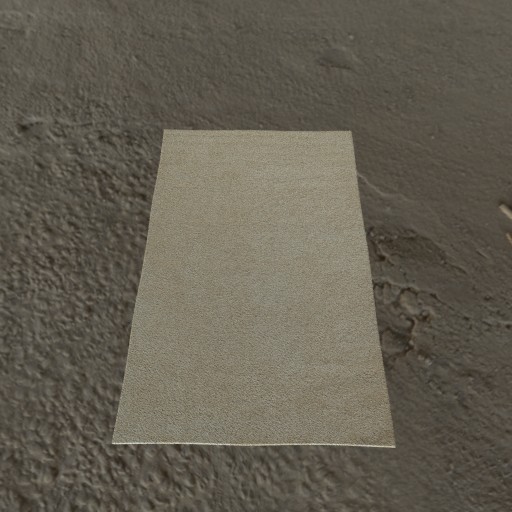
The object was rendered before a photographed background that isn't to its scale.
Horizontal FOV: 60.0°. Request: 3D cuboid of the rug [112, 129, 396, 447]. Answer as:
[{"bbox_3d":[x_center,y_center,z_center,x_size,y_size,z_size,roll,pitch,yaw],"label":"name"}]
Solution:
[{"bbox_3d":[0.000,0.000,2.953,1.500,0.025,2.346,1,59,0],"label":"rug"}]
